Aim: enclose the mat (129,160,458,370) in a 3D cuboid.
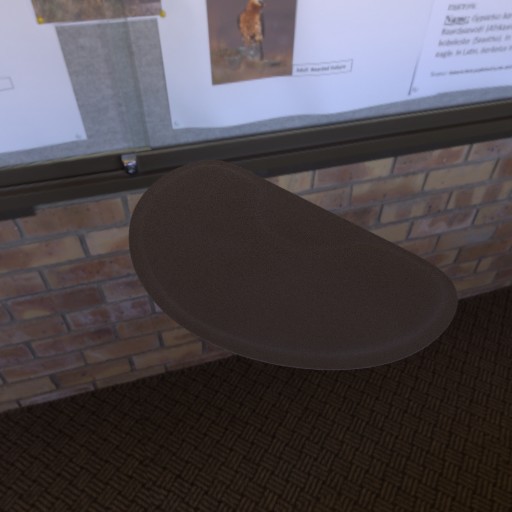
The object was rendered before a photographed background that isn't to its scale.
[{"bbox_3d":[0.000,0.000,1.867,1.524,0.013,0.913,32,52,29],"label":"mat"}]
